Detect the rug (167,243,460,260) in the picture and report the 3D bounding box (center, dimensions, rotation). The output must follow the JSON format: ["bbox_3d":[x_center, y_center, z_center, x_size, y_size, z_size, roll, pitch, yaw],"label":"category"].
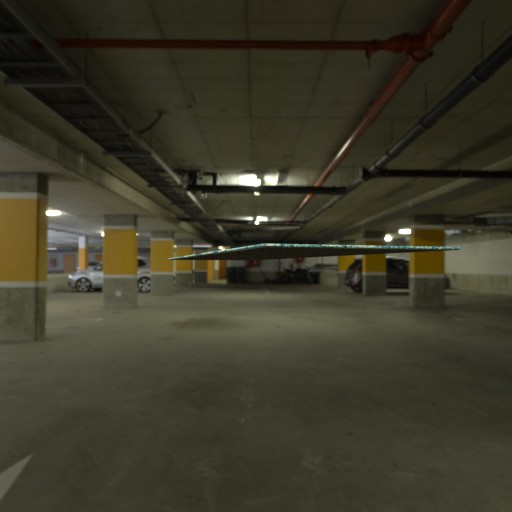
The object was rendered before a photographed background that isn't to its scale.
[{"bbox_3d":[0.000,0.000,2.627,0.750,0.011,2.435,0,-2,-18],"label":"rug"}]
